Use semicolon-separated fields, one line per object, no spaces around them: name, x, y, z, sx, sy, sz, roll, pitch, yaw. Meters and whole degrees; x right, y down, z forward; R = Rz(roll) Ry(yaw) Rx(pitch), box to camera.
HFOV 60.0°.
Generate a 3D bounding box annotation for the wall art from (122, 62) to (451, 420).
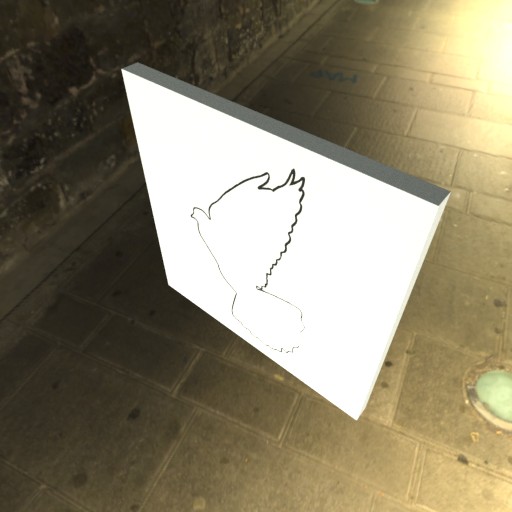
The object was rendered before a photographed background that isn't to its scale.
wall art;0.000;0.000;0.904;0.610;0.610;0.038;31;54;26
